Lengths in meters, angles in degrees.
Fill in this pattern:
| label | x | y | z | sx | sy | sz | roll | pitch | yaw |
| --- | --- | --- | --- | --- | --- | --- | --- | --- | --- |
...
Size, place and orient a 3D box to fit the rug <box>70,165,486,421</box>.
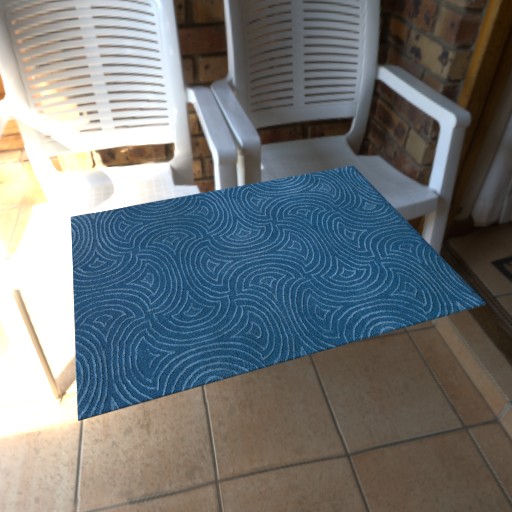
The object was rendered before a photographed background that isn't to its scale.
| label | x | y | z | sx | sy | sz | roll | pitch | yaw |
| --- | --- | --- | --- | --- | --- | --- | --- | --- | --- |
| rug | 0.000 | 0.000 | 2.718 | 2.144 | 0.015 | 1.543 | -13 | 43 | -14 |
